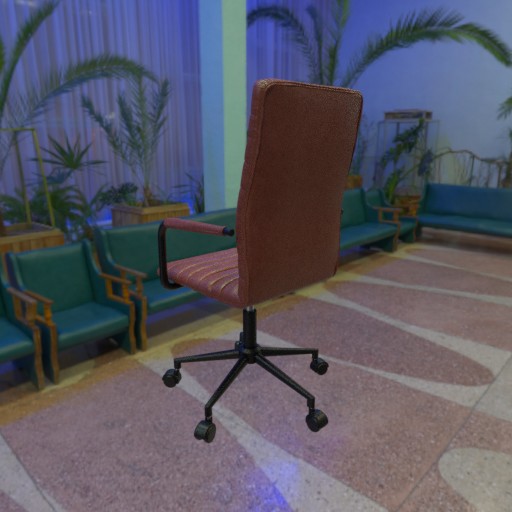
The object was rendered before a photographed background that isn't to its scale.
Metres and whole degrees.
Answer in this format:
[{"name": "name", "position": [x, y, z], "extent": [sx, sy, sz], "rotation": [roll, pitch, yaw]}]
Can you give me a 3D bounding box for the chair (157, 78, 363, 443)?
[{"name": "chair", "position": [0.000, 0.000, 1.389], "extent": [0.608, 0.979, 0.580], "rotation": [-14, 20, -42]}]
